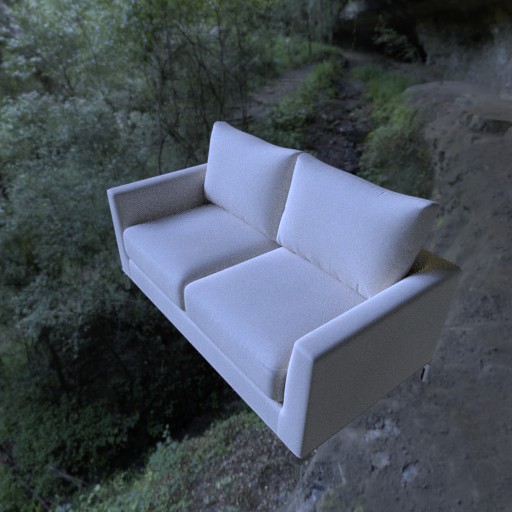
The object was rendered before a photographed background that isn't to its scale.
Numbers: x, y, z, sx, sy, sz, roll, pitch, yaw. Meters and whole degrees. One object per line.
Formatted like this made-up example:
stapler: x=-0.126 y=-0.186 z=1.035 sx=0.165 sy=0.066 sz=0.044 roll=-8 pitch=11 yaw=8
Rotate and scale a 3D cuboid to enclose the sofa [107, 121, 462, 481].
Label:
sofa: x=0.000 y=0.000 z=2.329 sx=0.906 sy=0.995 sz=1.739 roll=-22 pitch=38 yaw=-31
